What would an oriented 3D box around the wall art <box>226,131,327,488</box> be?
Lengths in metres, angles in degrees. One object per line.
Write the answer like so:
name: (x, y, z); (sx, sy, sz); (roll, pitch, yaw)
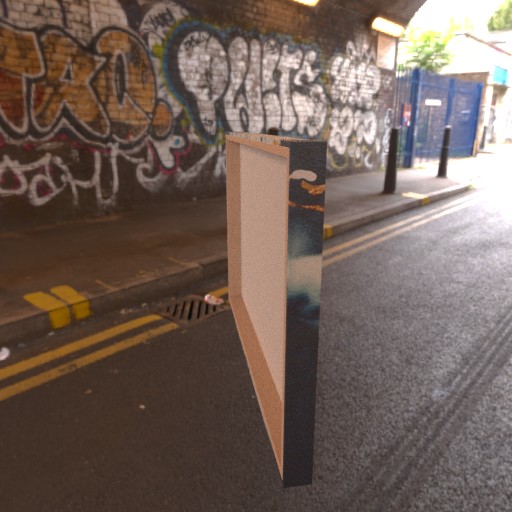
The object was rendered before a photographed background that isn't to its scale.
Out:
wall art: (0.000, 0.000, 0.767); (0.036, 0.405, 0.607); (-3, 17, -9)
